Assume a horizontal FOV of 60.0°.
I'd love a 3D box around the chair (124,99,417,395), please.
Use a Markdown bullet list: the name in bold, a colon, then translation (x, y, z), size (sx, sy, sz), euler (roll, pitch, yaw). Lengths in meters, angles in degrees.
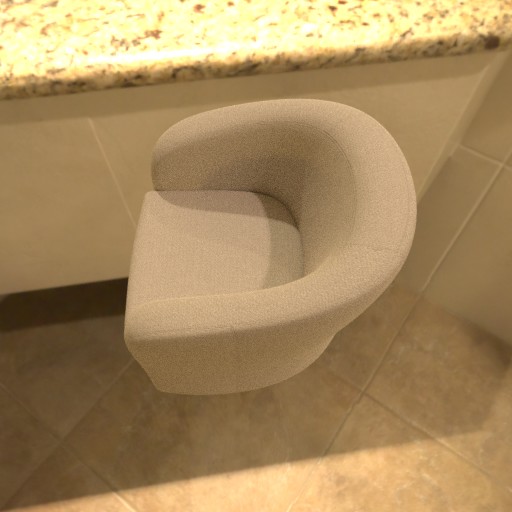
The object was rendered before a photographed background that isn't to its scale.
- **chair**: translation (0.000, 0.000, 1.451), size (0.815, 0.771, 0.791), euler (-1, 57, -1)
